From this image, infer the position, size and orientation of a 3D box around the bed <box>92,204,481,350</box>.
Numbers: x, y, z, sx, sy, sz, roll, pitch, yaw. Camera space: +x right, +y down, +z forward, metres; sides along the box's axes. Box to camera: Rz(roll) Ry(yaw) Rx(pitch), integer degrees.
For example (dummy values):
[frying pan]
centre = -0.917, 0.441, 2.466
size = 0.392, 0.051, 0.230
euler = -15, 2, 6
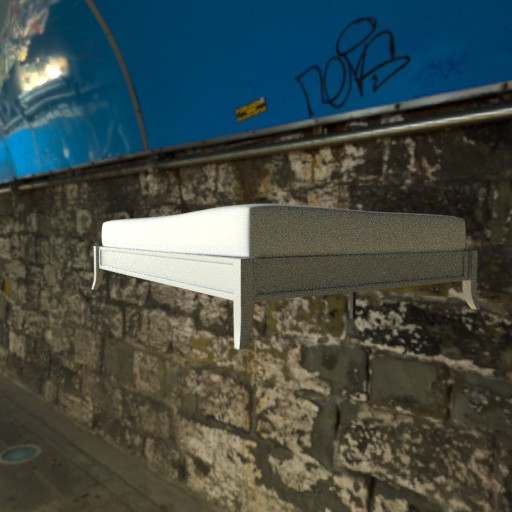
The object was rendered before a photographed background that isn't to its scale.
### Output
[bed]
centre = 0.000, 0.000, 2.692
size = 1.460, 0.510, 1.985
euler = -2, 3, -34
